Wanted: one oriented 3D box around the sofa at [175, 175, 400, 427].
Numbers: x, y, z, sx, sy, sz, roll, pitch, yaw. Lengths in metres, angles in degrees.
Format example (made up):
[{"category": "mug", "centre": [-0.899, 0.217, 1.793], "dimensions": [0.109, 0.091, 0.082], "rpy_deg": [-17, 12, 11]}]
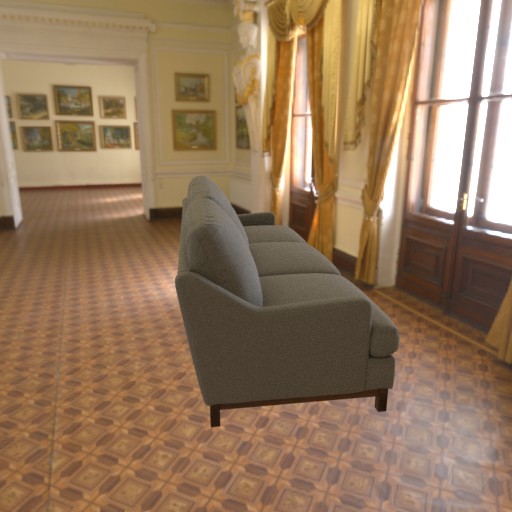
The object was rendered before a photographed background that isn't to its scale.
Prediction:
[{"category": "sofa", "centre": [0.000, 0.000, 2.972], "dimensions": [0.987, 0.926, 2.344], "rpy_deg": [-2, 15, -8]}]
